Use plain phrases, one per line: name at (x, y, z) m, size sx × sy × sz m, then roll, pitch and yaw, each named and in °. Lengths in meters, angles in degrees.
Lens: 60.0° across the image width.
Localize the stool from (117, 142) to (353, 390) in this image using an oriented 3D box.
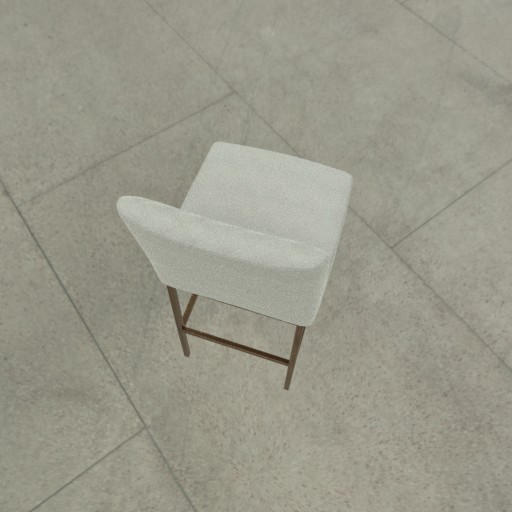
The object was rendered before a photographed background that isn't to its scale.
stool at (0.000, 0.000, 1.387) m, size 0.462 × 1.084 × 0.546 m, roll 16°, pitch 64°, yaw 8°
